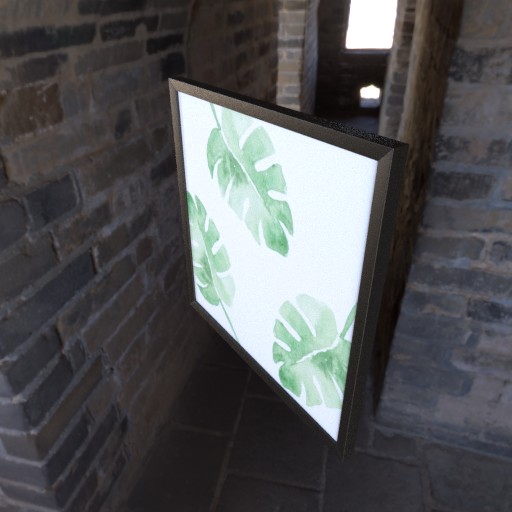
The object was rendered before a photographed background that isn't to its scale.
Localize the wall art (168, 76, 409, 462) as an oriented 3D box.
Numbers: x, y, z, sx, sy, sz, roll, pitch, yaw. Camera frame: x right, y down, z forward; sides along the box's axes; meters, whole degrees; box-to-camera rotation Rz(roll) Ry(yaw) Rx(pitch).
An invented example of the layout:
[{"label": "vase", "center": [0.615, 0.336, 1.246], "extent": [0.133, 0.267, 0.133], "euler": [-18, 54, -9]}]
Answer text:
[{"label": "wall art", "center": [0.000, 0.000, 1.138], "extent": [0.038, 0.765, 0.765], "euler": [-20, 36, -30]}]
